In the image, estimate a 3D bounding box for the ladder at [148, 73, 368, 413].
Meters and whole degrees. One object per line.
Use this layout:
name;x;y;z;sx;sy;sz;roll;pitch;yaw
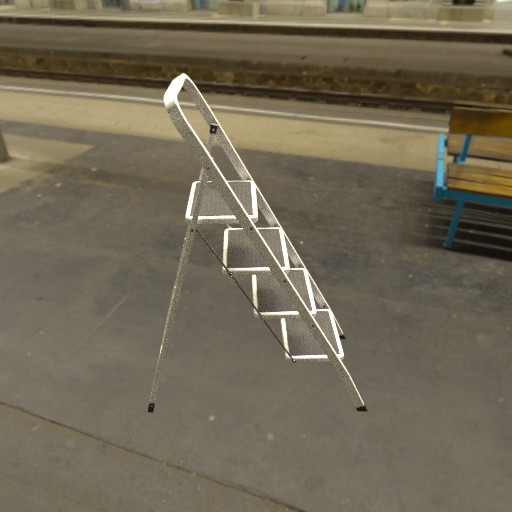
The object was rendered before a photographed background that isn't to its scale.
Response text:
ladder;0.000;0.000;1.686;0.914;1.265;0.460;-1;32;-2
